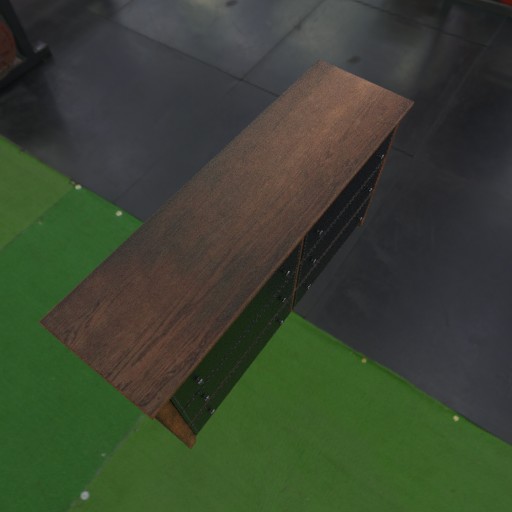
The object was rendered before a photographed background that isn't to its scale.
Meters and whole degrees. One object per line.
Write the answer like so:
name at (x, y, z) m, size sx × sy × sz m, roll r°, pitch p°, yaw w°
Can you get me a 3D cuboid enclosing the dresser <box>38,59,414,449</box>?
dresser at (0.000, 0.000, 1.931) m, size 0.463 × 0.856 × 1.551 m, roll 33°, pitch 64°, yaw 18°
